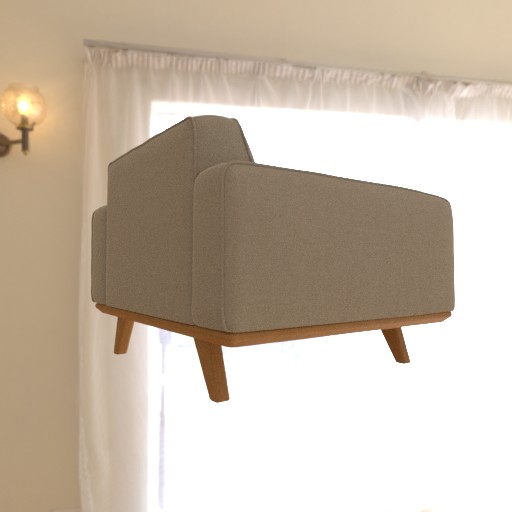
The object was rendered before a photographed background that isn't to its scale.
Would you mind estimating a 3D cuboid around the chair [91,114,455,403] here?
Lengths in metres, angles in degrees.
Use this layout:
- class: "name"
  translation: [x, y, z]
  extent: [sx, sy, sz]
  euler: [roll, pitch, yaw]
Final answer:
- class: "chair"
  translation: [0.000, 0.000, 1.700]
  extent: [0.953, 0.779, 1.115]
  euler: [1, -2, -36]
